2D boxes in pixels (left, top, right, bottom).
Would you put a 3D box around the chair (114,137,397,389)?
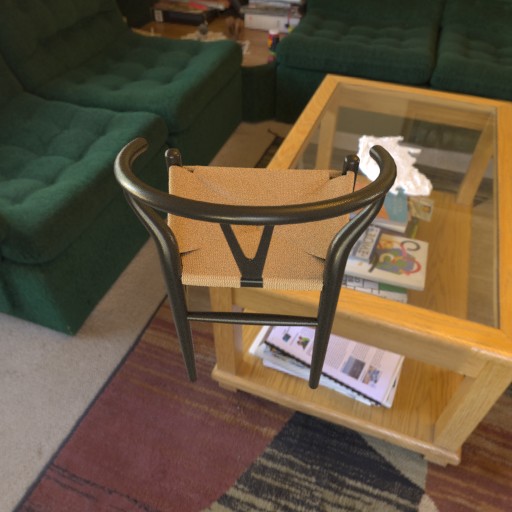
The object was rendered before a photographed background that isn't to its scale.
[{"bbox_3d":[0.000,0.000,1.140,0.570,0.739,0.570,2,45,2],"label":"chair"}]
